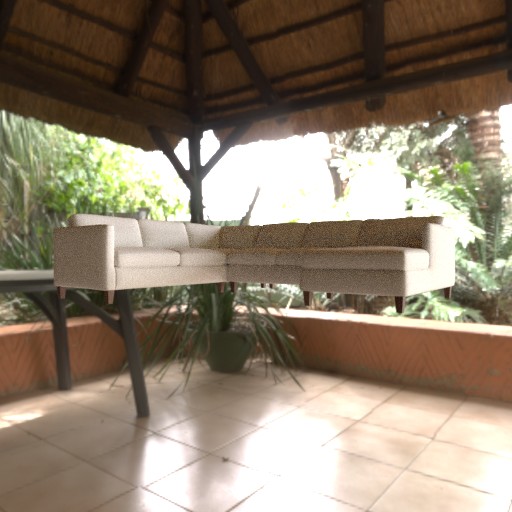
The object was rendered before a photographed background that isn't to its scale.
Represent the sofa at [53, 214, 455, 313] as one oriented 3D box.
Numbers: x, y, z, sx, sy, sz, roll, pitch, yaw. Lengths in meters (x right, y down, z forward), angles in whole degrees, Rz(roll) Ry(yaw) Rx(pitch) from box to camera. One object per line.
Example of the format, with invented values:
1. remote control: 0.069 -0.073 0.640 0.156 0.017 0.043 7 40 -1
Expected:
1. sofa: 0.000 0.000 4.465 3.238 0.853 2.551 0 0 37
